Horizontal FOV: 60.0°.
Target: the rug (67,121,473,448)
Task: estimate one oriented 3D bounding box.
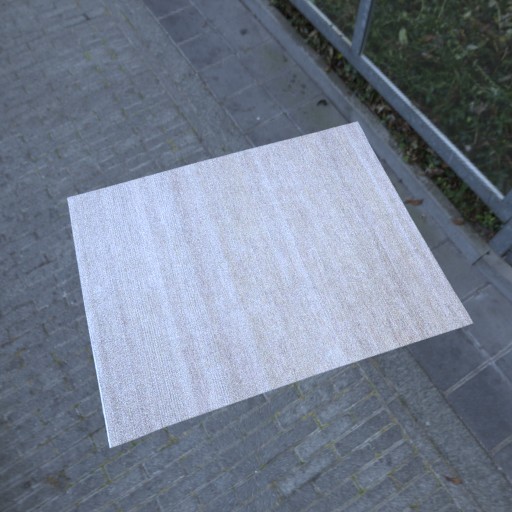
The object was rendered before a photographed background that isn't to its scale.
[{"bbox_3d":[0.000,0.000,4.207,3.245,0.046,2.467,-16,65,-8],"label":"rug"}]
